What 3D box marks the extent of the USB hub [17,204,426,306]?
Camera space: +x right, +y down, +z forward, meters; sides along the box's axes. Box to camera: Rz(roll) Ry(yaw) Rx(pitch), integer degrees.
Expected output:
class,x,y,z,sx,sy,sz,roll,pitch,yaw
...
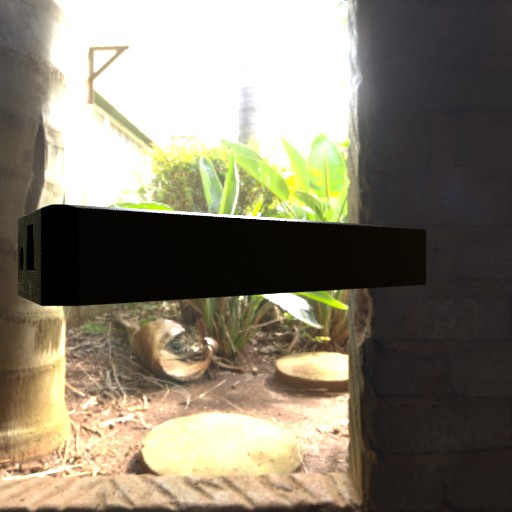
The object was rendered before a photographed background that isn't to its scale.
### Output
class,x,y,z,sx,sy,sz,roll,pitch,yaw
USB hub,0.000,0.000,0.156,0.145,0.023,0.044,0,0,-36
